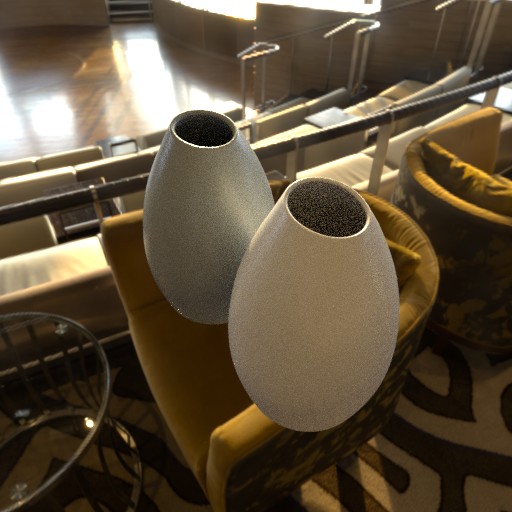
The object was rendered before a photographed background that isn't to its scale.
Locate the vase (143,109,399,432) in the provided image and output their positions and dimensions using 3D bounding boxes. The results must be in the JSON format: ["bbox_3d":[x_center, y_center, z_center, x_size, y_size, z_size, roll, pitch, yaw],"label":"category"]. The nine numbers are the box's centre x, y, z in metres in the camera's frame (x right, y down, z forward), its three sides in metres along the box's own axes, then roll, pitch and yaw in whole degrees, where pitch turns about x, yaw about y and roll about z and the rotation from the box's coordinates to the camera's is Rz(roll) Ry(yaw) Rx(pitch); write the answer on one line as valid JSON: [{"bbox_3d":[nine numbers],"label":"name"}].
[{"bbox_3d":[0.000,0.000,0.259,0.089,0.131,0.187,-27,47,-27],"label":"vase"}]
